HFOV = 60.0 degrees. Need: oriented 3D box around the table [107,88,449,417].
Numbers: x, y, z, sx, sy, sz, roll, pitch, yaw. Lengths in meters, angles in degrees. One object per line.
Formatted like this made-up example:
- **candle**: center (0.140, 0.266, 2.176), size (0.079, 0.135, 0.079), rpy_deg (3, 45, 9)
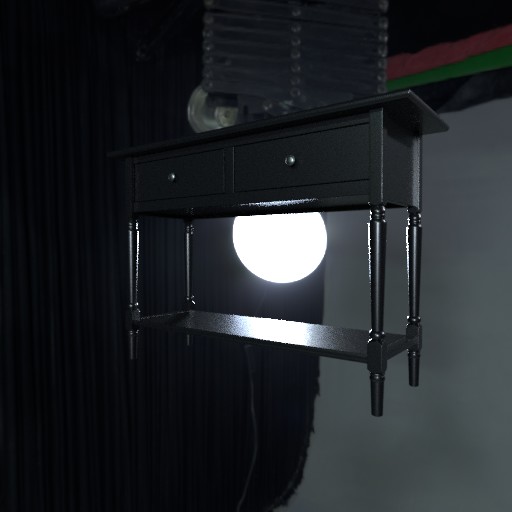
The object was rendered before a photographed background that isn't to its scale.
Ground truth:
- **table**: center (0.000, 0.000, 1.564), size (1.191, 0.819, 0.386), rpy_deg (1, 1, 37)
